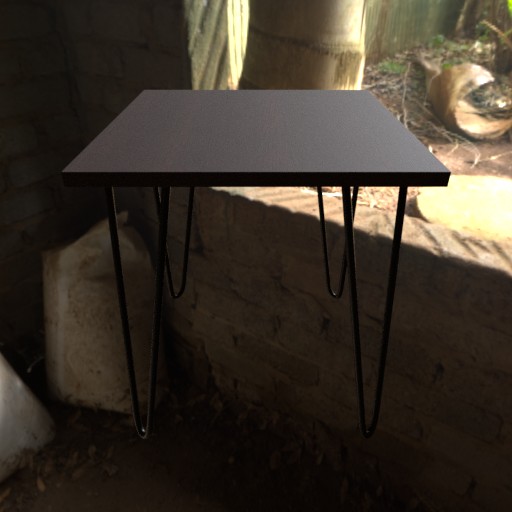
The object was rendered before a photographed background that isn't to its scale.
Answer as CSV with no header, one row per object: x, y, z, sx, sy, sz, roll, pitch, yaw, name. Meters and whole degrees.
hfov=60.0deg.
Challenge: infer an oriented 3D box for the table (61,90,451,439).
0.000,0.000,0.919,0.495,0.559,0.495,0,32,0,table
